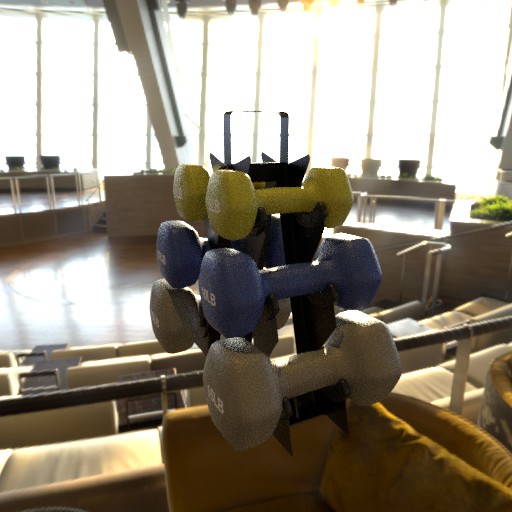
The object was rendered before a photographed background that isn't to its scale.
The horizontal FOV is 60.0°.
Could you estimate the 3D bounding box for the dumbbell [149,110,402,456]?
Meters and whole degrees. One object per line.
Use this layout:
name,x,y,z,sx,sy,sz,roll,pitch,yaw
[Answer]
dumbbell,0.000,0.000,0.686,0.261,0.426,0.416,-8,17,-26
